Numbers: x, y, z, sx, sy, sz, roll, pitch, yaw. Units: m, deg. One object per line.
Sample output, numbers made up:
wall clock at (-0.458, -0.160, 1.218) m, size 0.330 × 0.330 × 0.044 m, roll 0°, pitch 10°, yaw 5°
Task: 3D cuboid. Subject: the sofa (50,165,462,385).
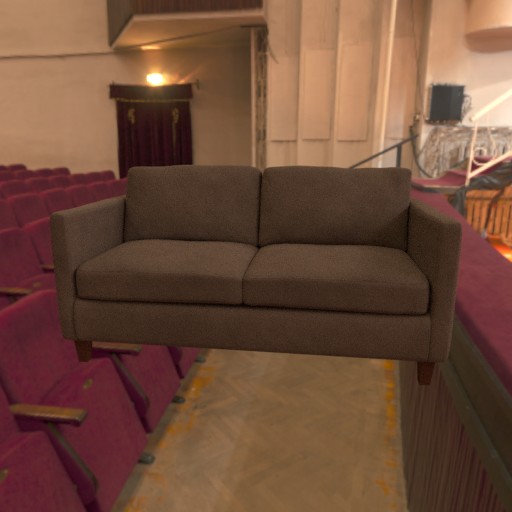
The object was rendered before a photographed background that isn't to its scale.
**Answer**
sofa at (0.000, 0.000, 2.447) m, size 1.884 × 0.963 × 0.950 m, roll 2°, pitch 14°, yaw 8°
